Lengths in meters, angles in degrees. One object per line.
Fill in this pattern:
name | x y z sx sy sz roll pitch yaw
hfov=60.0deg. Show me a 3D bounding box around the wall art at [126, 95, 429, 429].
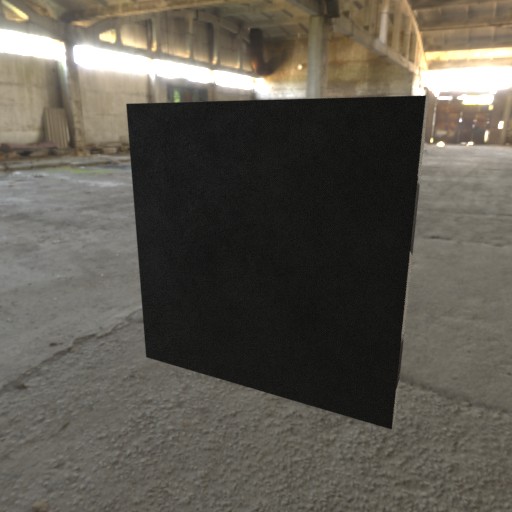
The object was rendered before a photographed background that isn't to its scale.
wall art | 0.000 0.000 1.154 0.765 0.765 0.046 8 18 26
